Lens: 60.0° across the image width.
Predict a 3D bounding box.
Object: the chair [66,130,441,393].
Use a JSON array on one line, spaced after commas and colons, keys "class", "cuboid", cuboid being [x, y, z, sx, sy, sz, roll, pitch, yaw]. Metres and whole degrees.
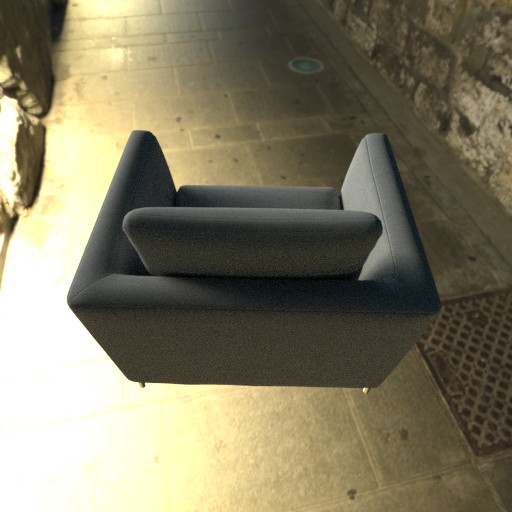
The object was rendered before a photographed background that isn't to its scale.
[{"class": "chair", "cuboid": [0.000, 0.000, 1.664, 1.041, 0.864, 0.889, 1, 47, 1]}]
